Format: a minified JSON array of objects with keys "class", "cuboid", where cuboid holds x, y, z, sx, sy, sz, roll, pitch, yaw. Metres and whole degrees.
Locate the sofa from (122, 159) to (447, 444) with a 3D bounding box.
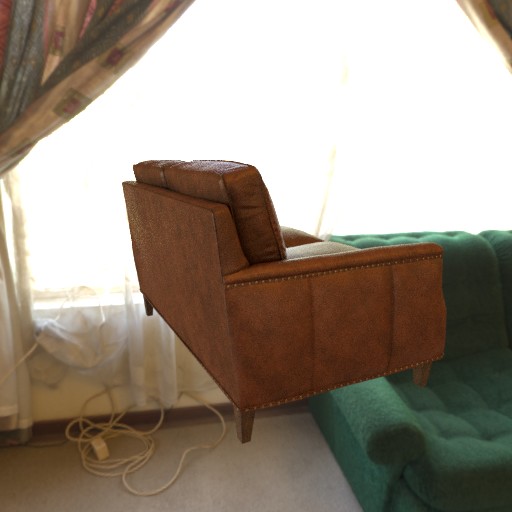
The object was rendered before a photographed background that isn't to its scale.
[{"class":"sofa","cuboid":[0.000,0.000,2.320,1.083,1.003,1.628,-7,15,-26]}]
